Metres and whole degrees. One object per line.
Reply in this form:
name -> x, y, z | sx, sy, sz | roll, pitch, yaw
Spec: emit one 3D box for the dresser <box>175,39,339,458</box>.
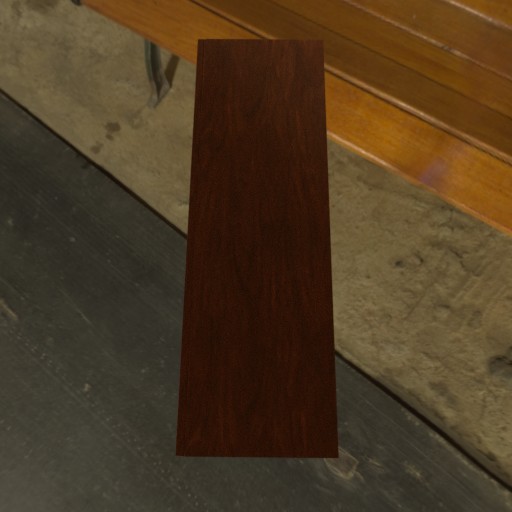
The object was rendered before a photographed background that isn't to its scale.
dresser -> 0.000, 0.000, 1.925 | 0.500, 0.889, 1.472 | 1, 74, 0
